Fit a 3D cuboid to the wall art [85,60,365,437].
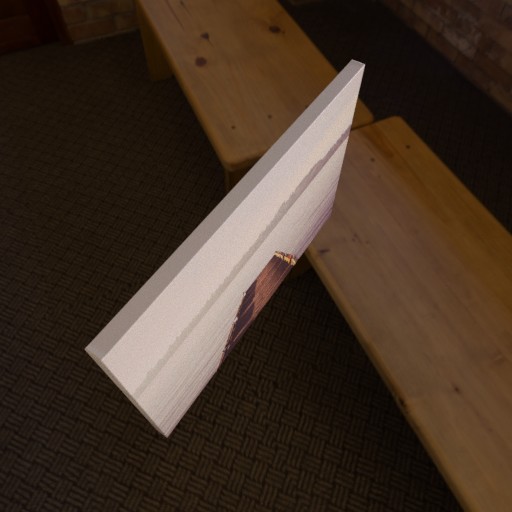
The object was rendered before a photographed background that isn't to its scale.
[{"bbox_3d":[0.000,0.000,1.154,0.037,0.609,0.916,30,62,18],"label":"wall art"}]
